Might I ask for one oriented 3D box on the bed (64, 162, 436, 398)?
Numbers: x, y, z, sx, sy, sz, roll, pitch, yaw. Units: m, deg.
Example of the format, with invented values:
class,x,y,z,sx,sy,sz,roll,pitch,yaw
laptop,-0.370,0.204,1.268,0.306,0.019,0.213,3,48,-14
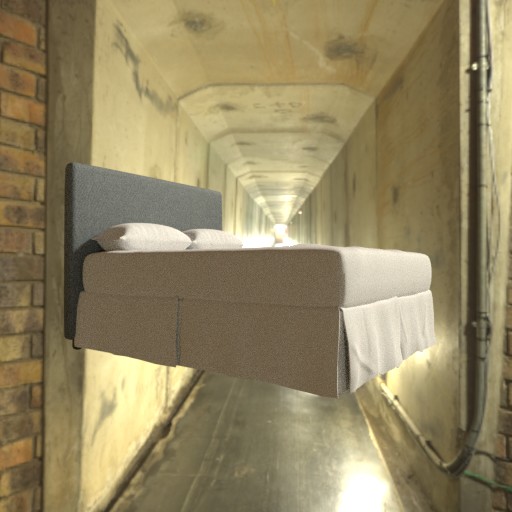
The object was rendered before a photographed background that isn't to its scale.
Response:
class,x,y,z,sx,sy,sz,roll,pitch,yaw
bed,0.000,0.000,3.201,2.142,1.330,1.723,-1,-1,35
